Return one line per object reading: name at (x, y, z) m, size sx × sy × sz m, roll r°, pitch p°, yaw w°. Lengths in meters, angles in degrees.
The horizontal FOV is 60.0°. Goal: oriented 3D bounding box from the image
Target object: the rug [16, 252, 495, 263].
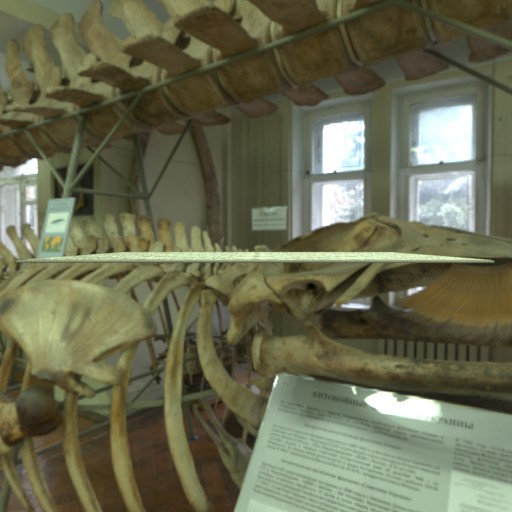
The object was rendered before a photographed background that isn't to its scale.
rug at (0.000, 0.000, 2.850) m, size 2.213 × 0.014 × 1.608 m, roll 0°, pitch 2°, yaw 1°
